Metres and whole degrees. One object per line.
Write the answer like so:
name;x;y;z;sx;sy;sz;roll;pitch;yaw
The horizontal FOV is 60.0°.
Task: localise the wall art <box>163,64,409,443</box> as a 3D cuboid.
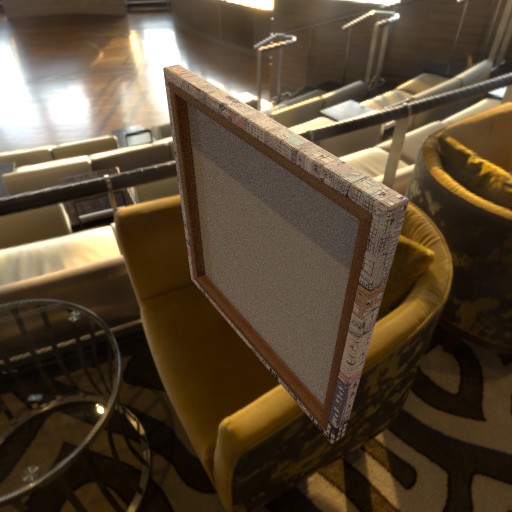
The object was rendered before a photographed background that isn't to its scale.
wall art;0.000;0.000;0.926;0.038;0.608;0.607;-25;47;-26
